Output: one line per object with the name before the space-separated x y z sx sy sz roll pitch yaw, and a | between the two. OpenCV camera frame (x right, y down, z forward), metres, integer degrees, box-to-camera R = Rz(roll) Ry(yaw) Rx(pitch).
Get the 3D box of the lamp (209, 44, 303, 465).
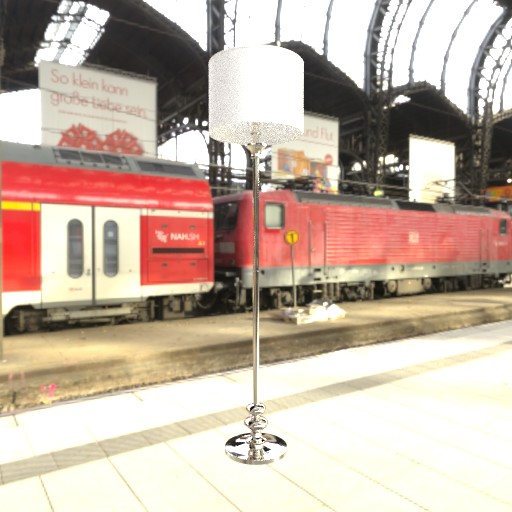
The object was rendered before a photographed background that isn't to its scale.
lamp | 0.000 0.000 1.688 0.356 1.487 0.356 -1 1 -36
